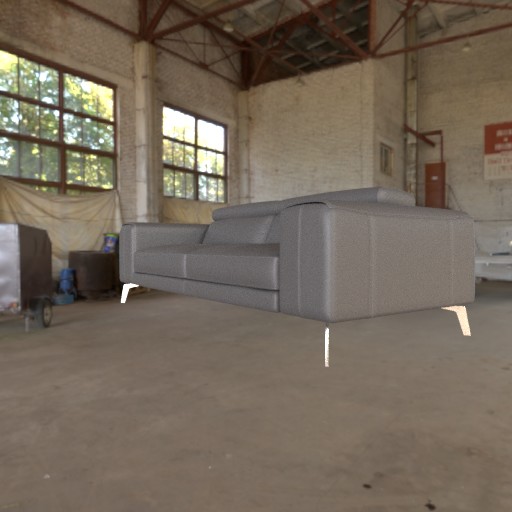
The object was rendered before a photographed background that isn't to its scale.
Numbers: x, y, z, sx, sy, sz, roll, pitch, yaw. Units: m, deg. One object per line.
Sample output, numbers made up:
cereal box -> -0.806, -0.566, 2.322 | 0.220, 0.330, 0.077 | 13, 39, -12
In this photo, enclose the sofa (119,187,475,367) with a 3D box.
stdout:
sofa -> 0.000, 0.000, 2.818 | 1.023, 0.759, 2.321 | -1, 2, -35
